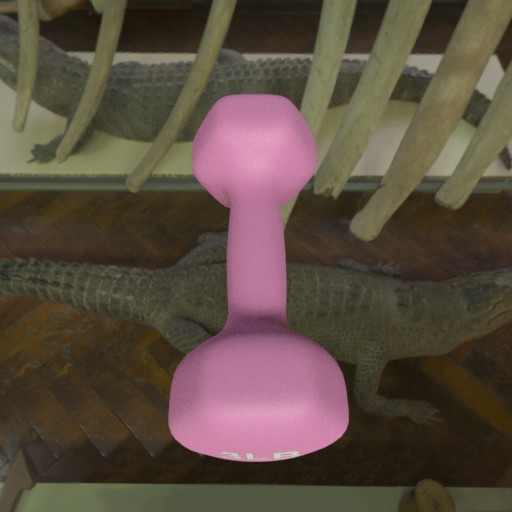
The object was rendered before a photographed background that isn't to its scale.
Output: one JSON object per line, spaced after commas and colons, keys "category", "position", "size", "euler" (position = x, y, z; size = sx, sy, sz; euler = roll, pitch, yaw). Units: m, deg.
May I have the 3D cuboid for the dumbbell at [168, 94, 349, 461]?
{"category": "dumbbell", "position": [0.000, 0.000, 0.190], "size": [0.064, 0.058, 0.159], "euler": [0, 57, 0]}
